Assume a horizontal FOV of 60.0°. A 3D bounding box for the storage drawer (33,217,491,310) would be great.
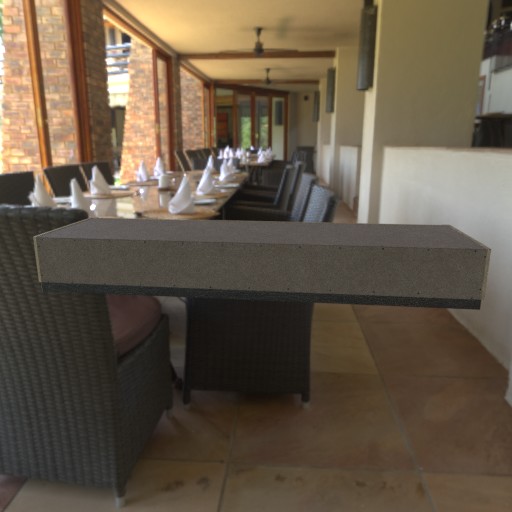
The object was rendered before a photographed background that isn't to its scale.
[{"bbox_3d":[0.000,0.000,2.311,2.072,0.274,0.591,2,14,7],"label":"storage drawer"}]
